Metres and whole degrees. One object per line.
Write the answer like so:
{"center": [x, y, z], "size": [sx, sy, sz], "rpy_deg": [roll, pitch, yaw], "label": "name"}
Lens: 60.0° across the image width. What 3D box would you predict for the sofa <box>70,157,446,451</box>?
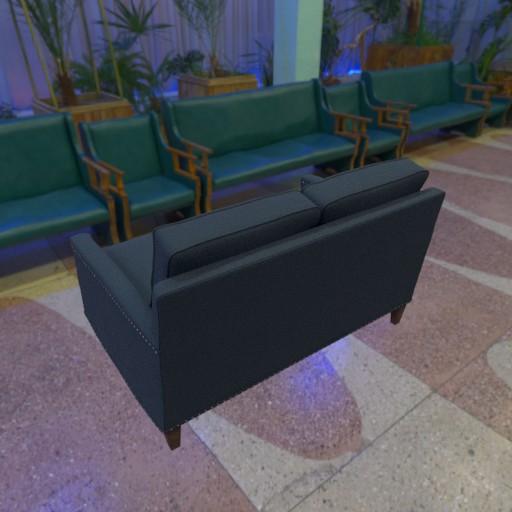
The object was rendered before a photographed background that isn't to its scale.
{"center": [0.000, 0.000, 2.295], "size": [1.597, 1.003, 1.084], "rpy_deg": [-20, 36, -30], "label": "sofa"}
